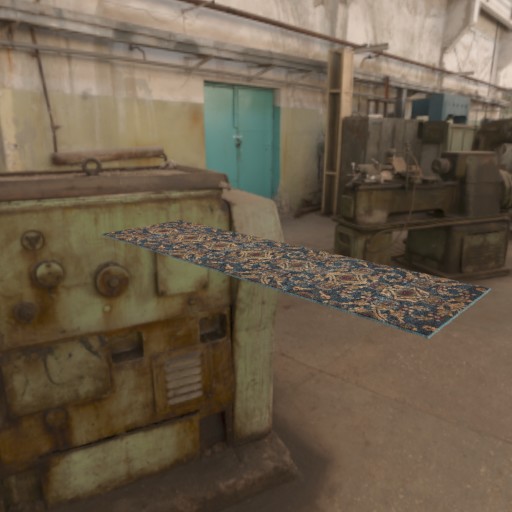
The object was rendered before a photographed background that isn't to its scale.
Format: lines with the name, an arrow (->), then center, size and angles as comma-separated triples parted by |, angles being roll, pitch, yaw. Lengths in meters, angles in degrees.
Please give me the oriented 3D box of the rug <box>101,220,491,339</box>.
rug -> 0.000, 0.000, 2.525 | 2.292, 0.014, 0.685 | 15, 21, 42
